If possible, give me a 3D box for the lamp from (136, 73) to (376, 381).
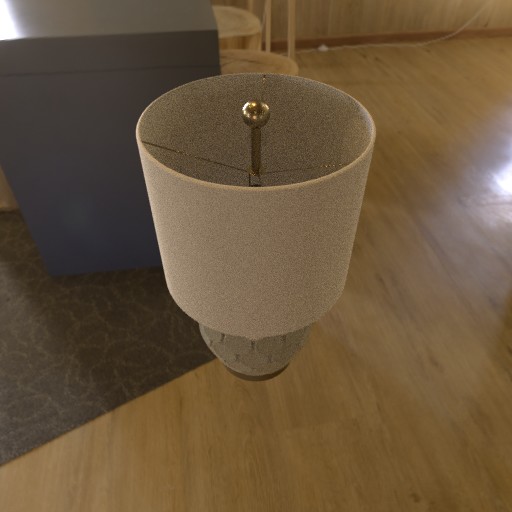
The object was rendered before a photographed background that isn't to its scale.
[{"bbox_3d":[0.000,0.000,0.619,0.254,0.452,0.254,0,44,0],"label":"lamp"}]
